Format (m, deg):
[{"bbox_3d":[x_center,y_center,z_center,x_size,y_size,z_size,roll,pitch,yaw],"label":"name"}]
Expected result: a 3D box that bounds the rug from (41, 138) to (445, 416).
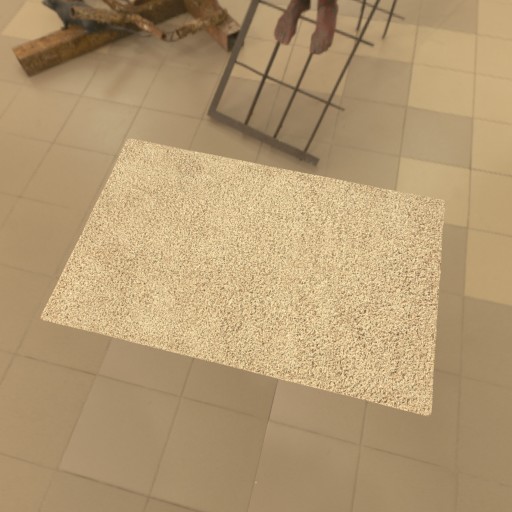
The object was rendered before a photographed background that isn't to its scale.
[{"bbox_3d":[0.000,0.000,3.003,2.438,0.030,1.524,12,64,6],"label":"rug"}]
